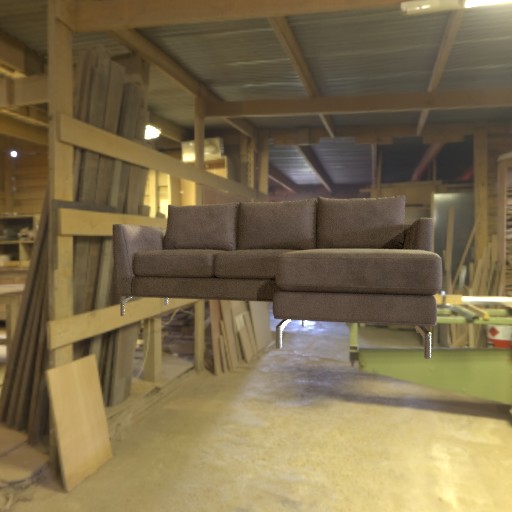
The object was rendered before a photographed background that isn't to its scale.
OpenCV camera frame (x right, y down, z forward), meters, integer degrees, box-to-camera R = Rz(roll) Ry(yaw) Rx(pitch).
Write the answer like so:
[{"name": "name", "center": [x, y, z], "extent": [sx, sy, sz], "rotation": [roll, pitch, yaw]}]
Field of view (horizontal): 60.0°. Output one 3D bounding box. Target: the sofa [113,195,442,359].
[{"name": "sofa", "center": [0.000, 0.000, 3.274], "extent": [2.438, 0.987, 1.622], "rotation": [0, 1, 17]}]
